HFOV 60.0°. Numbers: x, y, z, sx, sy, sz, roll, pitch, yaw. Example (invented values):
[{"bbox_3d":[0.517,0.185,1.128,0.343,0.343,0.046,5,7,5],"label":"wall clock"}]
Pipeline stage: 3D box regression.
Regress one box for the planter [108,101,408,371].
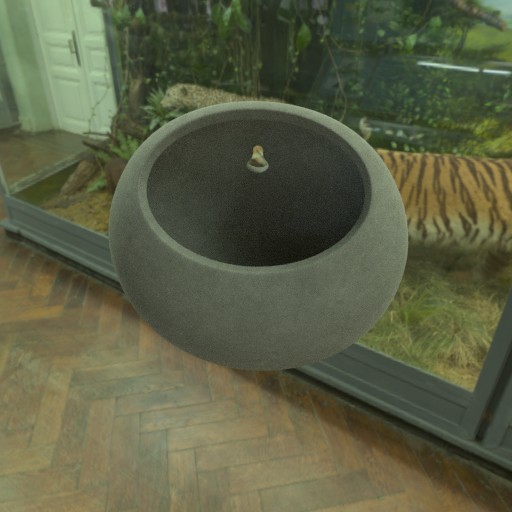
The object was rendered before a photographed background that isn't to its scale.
[{"bbox_3d":[0.000,0.000,0.278,0.185,0.188,0.071,2,32,3],"label":"planter"}]
